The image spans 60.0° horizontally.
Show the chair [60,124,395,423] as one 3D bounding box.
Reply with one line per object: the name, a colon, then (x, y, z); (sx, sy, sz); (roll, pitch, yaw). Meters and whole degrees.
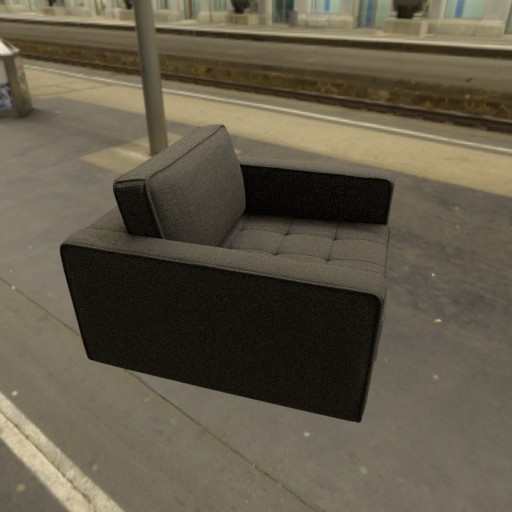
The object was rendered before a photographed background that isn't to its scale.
chair: (0.000, 0.000, 1.595); (0.919, 0.770, 0.899); (9, 32, 14)
